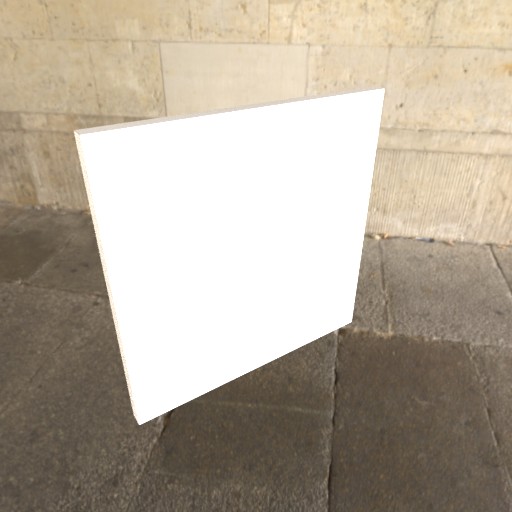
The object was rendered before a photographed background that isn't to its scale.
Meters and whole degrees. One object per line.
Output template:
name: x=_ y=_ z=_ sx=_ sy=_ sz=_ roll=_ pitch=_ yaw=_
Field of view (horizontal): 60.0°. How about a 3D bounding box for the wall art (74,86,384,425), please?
wall art: x=0.000 y=0.000 z=1.160 sx=0.762 sy=0.762 sz=0.040 roll=-19 pitch=36 yaw=-28
